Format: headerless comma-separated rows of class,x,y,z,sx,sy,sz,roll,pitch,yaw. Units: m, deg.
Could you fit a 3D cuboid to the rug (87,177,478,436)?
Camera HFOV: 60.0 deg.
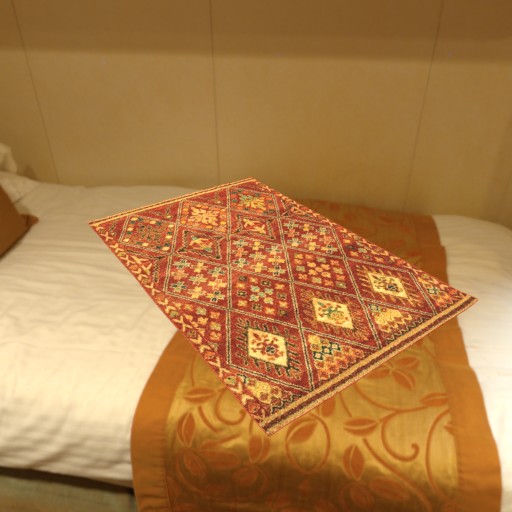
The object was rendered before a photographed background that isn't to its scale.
rug,0.000,0.000,2.958,1.521,0.026,2.286,-21,38,-30
